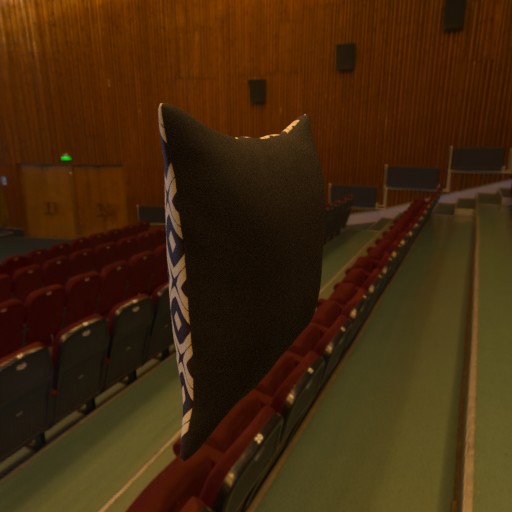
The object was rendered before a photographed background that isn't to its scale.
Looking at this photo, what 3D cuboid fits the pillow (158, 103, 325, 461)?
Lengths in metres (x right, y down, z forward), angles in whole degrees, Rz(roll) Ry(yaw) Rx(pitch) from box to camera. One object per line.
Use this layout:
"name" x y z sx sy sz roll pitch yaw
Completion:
"pillow" 0.000 0.000 0.788 0.188 0.494 0.504 8 18 24
